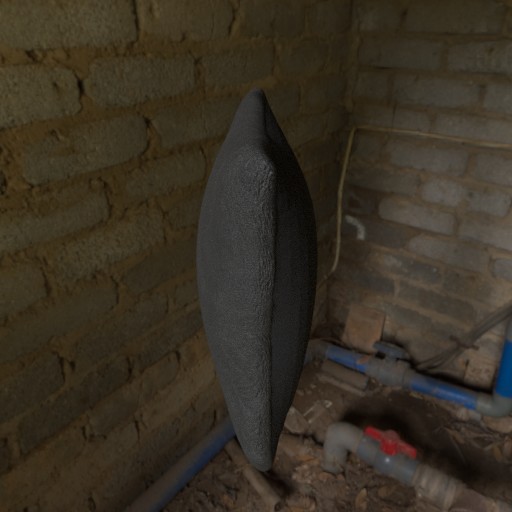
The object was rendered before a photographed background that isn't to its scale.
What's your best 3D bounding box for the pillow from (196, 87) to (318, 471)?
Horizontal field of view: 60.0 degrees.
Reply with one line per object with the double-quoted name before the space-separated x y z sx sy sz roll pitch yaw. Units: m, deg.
"pillow" 0.000 0.000 0.813 0.210 0.523 0.533 -1 28 -1
